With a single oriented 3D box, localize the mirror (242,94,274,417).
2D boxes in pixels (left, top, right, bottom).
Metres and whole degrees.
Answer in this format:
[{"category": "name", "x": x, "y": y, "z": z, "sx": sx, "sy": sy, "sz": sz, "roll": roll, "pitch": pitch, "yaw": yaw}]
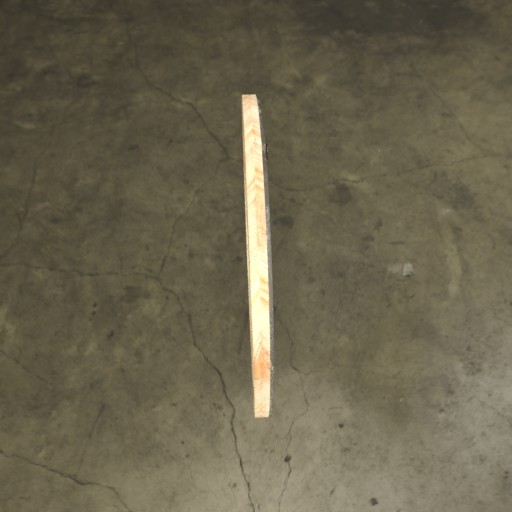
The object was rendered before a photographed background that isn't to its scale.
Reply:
[{"category": "mirror", "x": 0.000, "y": 0.000, "z": 1.039, "sx": 0.038, "sy": 0.710, "sz": 0.710, "roll": -2, "pitch": 57, "yaw": -1}]
